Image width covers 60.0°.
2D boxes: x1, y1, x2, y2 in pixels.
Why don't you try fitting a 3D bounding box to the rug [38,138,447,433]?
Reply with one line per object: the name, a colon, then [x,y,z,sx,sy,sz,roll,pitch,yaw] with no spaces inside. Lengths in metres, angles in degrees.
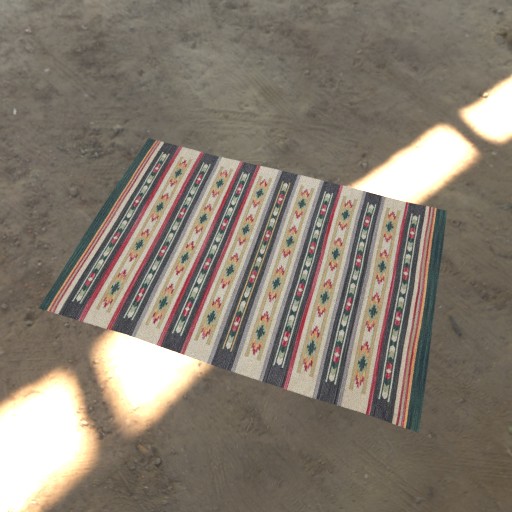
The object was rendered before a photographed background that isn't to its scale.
rug: [0.000,0.000,2.292,1.825,0.009,1.221,16,59,10]
